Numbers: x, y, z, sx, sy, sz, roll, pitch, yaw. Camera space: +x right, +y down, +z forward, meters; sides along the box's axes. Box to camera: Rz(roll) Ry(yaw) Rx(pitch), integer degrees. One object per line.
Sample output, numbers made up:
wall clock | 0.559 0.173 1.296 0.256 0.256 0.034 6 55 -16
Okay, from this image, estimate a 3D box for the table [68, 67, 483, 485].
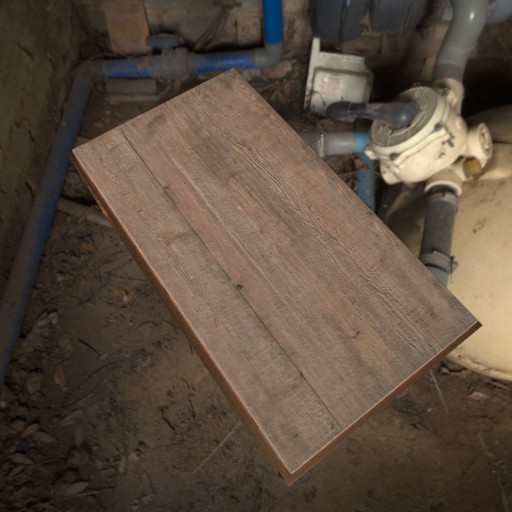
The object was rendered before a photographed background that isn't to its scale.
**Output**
table | 0.000 0.000 1.727 0.775 0.468 1.387 -33 69 -14
